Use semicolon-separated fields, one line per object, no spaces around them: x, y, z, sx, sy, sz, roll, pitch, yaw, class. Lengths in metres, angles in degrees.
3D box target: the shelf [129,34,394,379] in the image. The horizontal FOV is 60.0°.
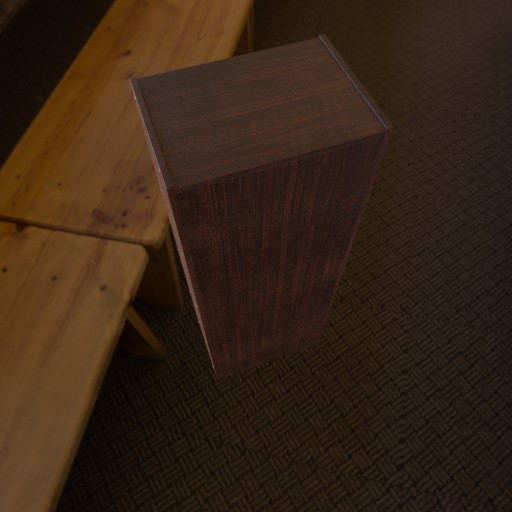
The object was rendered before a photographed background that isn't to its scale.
0.000;0.000;1.284;0.415;1.099;0.290;-17;61;-10;shelf
